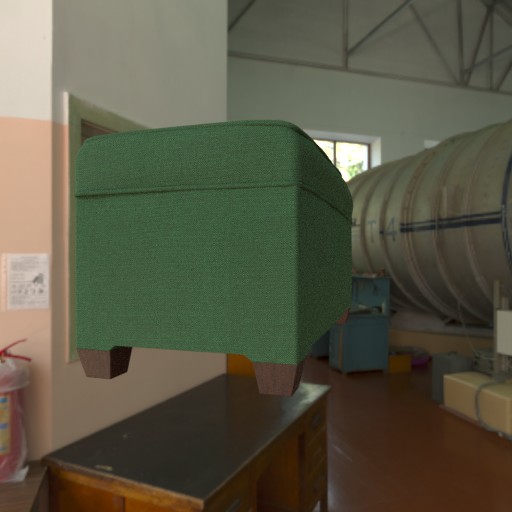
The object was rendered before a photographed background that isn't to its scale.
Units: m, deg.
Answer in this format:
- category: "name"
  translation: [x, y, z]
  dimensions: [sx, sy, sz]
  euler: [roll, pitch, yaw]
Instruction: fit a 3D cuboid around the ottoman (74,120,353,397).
- category: "ottoman"
  translation: [0.000, 0.000, 1.220]
  dimensions: [0.483, 0.471, 0.957]
  euler: [0, 0, 17]
